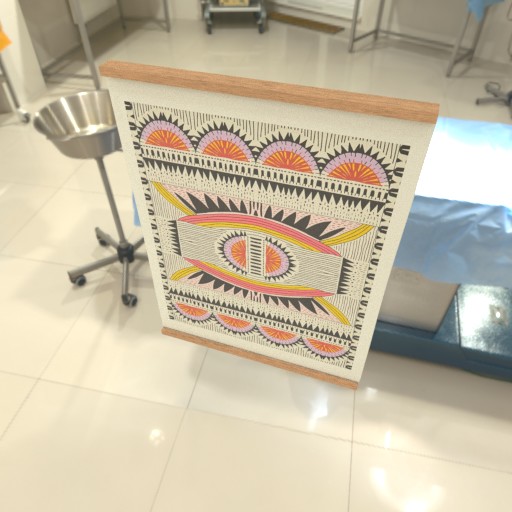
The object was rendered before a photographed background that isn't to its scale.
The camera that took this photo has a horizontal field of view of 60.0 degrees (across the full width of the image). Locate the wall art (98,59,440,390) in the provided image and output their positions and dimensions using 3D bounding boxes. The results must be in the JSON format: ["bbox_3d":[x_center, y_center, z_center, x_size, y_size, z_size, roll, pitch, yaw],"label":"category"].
[{"bbox_3d":[0.000,0.000,0.780,0.456,0.609,0.028,13,45,14],"label":"wall art"}]
